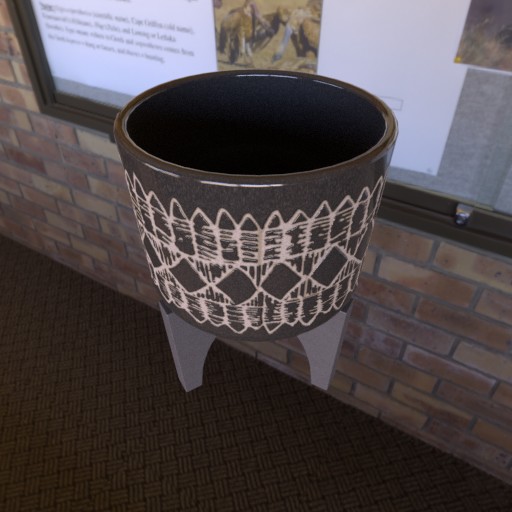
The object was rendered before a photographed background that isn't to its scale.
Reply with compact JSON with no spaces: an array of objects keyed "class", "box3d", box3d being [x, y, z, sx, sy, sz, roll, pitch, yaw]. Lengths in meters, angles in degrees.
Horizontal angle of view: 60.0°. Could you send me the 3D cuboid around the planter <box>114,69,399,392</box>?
[{"class":"planter","box3d":[0.000,0.000,0.395,0.196,0.264,0.196,-1,40,-1]}]
